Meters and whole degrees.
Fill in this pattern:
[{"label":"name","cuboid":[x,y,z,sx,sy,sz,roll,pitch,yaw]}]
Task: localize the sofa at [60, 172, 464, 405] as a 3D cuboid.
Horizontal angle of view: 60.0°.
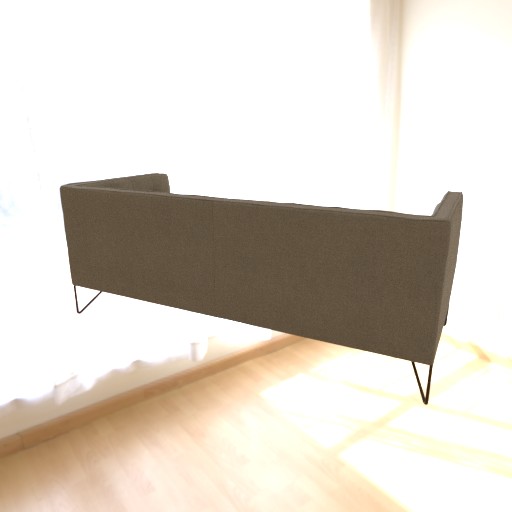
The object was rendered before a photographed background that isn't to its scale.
[{"label":"sofa","cuboid":[0.000,0.000,2.547,2.079,0.798,0.912,8,19,26]}]
